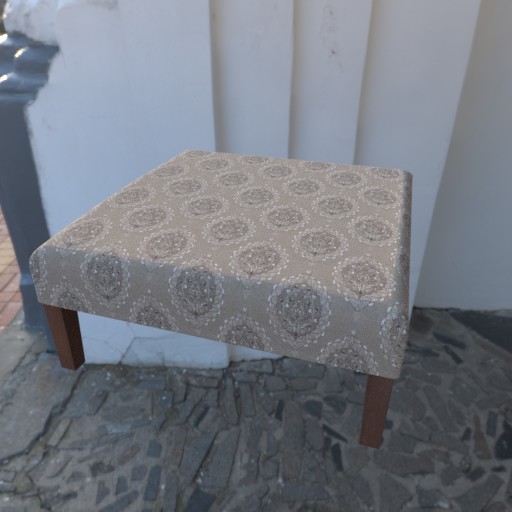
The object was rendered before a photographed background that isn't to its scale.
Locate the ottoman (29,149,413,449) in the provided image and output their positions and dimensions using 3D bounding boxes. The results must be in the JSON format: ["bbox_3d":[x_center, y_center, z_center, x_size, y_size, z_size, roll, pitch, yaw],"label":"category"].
[{"bbox_3d":[0.000,0.000,1.390,0.889,0.411,0.890,9,31,15],"label":"ottoman"}]
